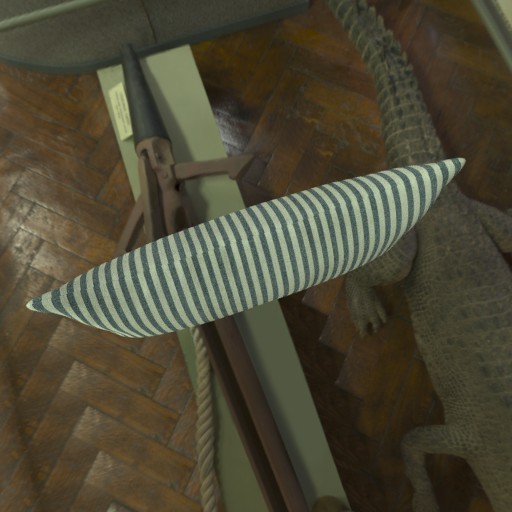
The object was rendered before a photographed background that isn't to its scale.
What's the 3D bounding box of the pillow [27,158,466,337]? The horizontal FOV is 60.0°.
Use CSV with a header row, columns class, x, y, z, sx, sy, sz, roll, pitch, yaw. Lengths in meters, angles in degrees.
class,x,y,z,sx,sy,sz,roll,pitch,yaw
pillow,0.000,0.000,0.726,0.617,0.295,0.151,-19,76,-5
